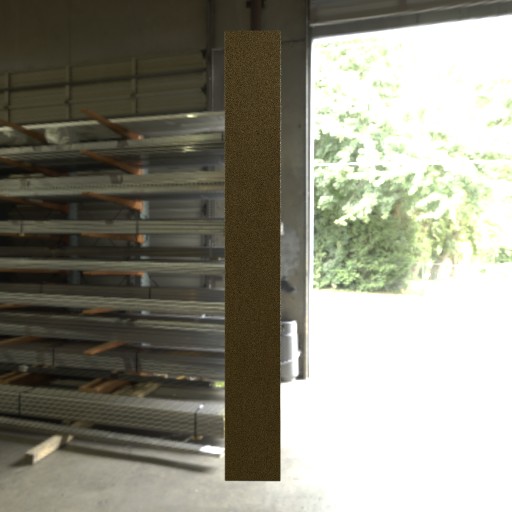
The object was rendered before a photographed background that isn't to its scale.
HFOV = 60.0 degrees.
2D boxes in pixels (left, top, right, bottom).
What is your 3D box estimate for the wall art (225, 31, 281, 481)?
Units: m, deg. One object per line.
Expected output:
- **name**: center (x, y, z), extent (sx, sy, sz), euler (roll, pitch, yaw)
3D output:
- **wall art**: center (0.000, 0.000, 0.452), extent (0.038, 0.305, 0.305), euler (0, 0, 1)
